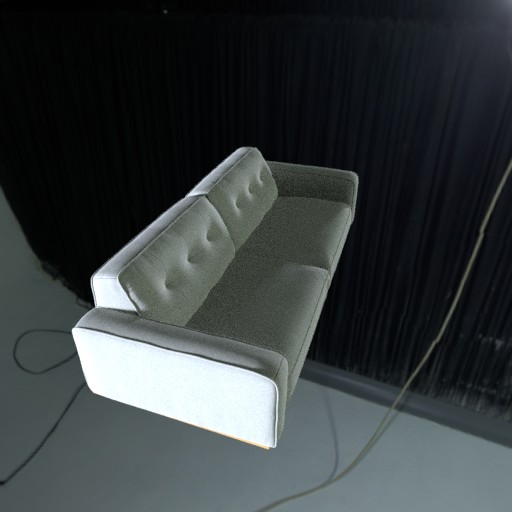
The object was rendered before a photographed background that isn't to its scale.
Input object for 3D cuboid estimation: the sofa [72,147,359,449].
[{"bbox_3d":[0.000,0.000,2.771,0.956,0.781,2.270,10,33,16],"label":"sofa"}]
